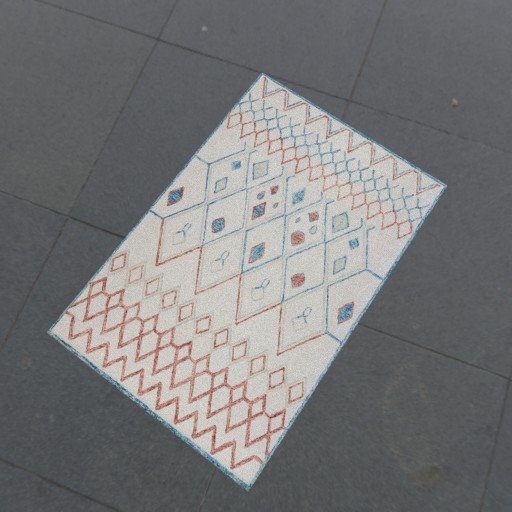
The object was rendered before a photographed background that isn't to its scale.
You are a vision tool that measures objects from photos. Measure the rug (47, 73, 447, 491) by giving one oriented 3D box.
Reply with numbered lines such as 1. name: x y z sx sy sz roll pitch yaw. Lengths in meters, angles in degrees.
1. rug: 0.000 0.000 2.280 1.219 0.016 1.829 35 78 9
